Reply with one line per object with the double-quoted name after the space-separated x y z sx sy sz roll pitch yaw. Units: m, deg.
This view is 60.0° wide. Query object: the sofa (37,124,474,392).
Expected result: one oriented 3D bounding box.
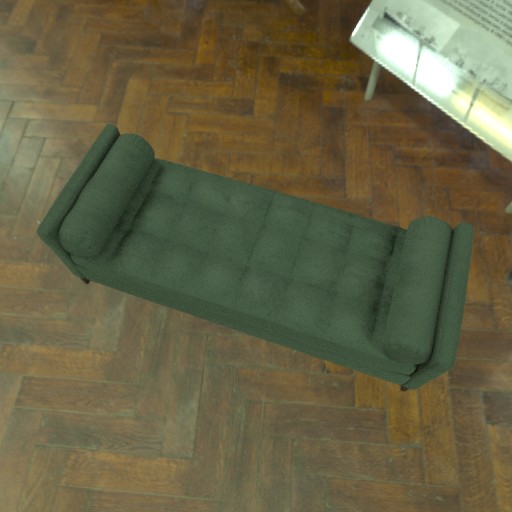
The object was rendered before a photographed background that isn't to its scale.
0.000 0.000 2.525 2.130 0.681 0.817 17 65 8 "sofa"
